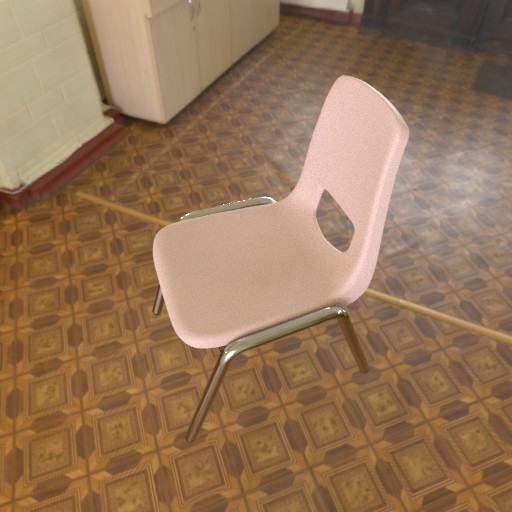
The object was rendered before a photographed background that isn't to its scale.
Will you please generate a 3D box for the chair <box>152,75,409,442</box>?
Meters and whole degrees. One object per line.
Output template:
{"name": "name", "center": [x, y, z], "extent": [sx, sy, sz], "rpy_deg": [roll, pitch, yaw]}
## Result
{"name": "chair", "center": [0.000, 0.000, 0.835], "extent": [0.423, 0.586, 0.354], "rpy_deg": [-15, 48, -14]}
